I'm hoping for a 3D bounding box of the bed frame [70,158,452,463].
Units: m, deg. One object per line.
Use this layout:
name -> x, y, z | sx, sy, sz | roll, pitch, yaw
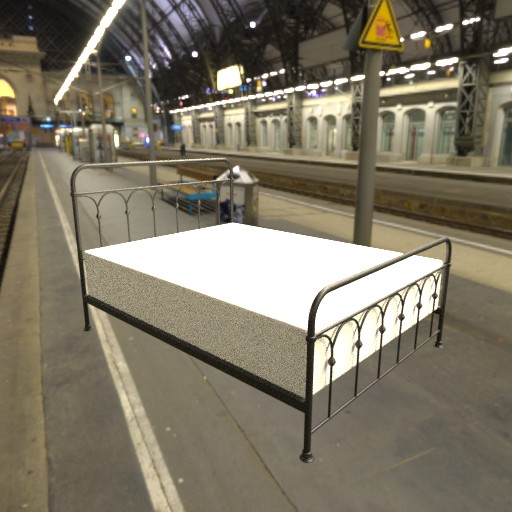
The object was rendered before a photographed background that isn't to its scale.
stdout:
bed frame -> 0.000, 0.000, 3.195 | 2.203, 1.276, 1.664 | 13, 20, 41
